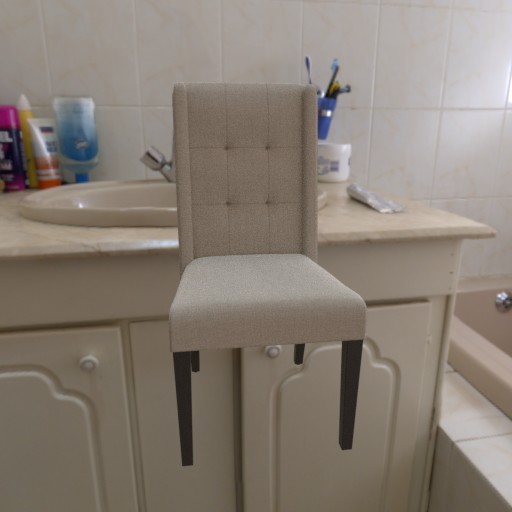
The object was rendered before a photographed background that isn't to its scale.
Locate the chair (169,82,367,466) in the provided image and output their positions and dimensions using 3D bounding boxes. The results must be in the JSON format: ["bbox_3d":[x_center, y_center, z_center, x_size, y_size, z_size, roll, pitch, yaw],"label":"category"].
[{"bbox_3d":[0.000,0.000,1.256,0.474,0.961,0.523,-2,16,-8],"label":"chair"}]
